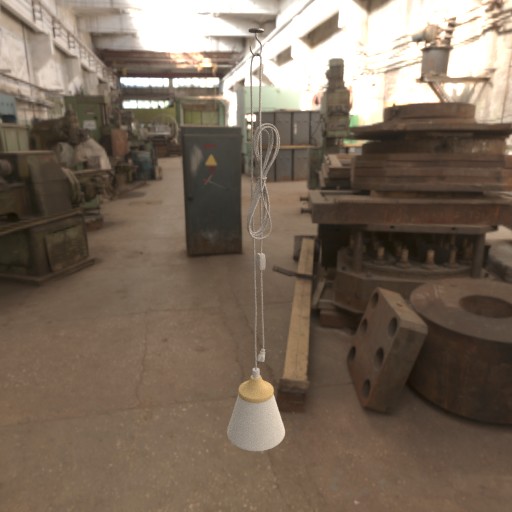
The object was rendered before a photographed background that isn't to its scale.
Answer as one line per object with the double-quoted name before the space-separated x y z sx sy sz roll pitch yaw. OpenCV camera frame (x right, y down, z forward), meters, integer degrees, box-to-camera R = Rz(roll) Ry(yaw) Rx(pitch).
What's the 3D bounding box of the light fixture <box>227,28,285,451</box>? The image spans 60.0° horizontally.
"light fixture" 0.000 0.000 1.043 0.153 0.966 0.153 -2 16 -8
